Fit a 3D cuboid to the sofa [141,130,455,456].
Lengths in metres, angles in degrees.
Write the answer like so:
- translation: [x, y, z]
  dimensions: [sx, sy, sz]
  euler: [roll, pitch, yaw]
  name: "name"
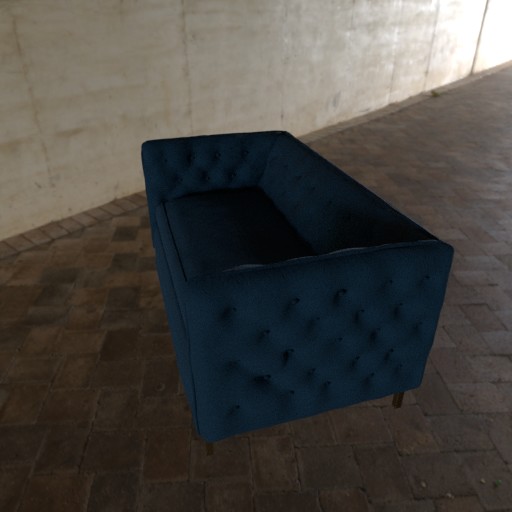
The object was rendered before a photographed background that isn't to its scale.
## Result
- translation: [0.000, 0.000, 2.139]
  dimensions: [0.909, 0.810, 1.583]
  euler: [-9, 31, -15]
  name: "sofa"
